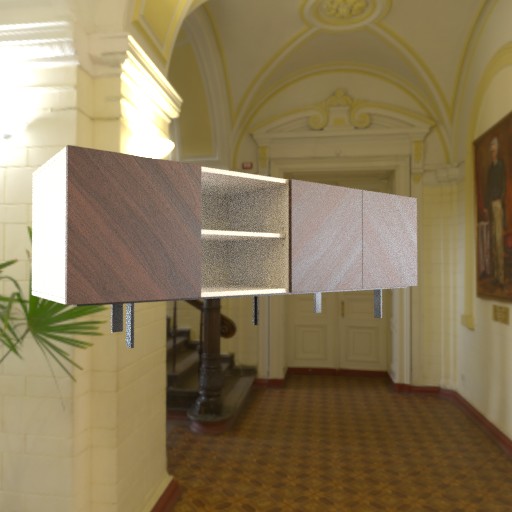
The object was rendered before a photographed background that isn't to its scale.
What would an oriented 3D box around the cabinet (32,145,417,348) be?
[{"bbox_3d":[0.000,0.000,1.720,1.499,0.533,0.431,1,-1,-37],"label":"cabinet"}]
